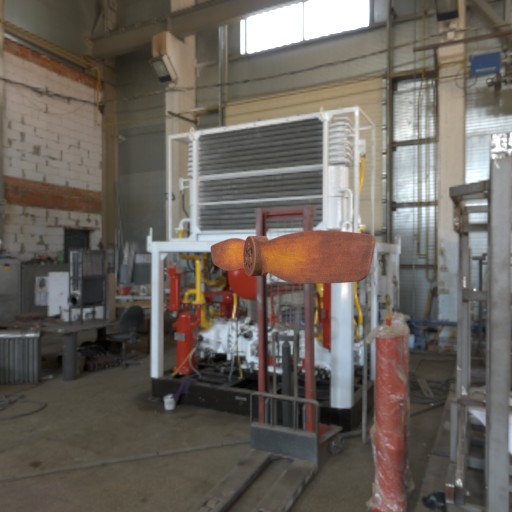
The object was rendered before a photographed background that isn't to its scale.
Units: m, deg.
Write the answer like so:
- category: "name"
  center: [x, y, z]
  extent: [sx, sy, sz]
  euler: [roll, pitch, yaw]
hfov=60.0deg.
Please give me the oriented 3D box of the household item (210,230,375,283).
- category: "household item"
  center: [0.000, 0.000, 1.253]
  extent: [0.051, 0.121, 1.181]
  euler: [0, 0, -18]
